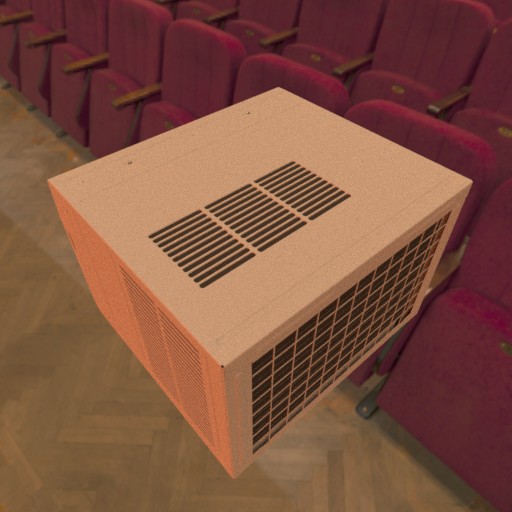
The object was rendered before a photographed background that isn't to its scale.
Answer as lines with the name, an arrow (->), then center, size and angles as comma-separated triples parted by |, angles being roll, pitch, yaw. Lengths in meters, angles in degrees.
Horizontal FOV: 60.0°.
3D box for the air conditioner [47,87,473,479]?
air conditioner -> 0.000, 0.000, 1.060 | 0.645, 0.455, 0.599 | -32, 53, -28
